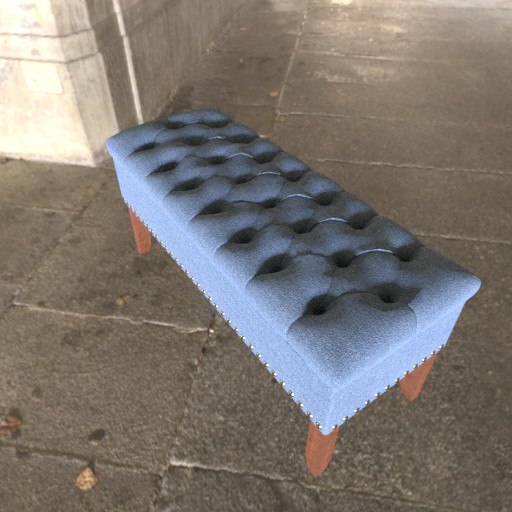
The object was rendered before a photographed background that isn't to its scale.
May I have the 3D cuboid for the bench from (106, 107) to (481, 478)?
[{"bbox_3d":[0.000,0.000,1.284,0.417,0.492,1.052,-25,48,-26],"label":"bench"}]
